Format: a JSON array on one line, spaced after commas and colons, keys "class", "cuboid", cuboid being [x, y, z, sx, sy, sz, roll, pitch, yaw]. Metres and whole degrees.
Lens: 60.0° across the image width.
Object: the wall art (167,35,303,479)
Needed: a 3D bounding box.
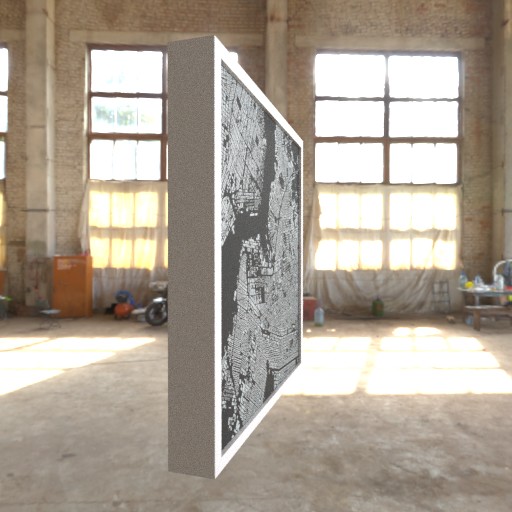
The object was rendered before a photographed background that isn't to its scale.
[{"class": "wall art", "cuboid": [0.000, 0.000, 0.455, 0.037, 0.305, 0.305, 0, 1, 17]}]
